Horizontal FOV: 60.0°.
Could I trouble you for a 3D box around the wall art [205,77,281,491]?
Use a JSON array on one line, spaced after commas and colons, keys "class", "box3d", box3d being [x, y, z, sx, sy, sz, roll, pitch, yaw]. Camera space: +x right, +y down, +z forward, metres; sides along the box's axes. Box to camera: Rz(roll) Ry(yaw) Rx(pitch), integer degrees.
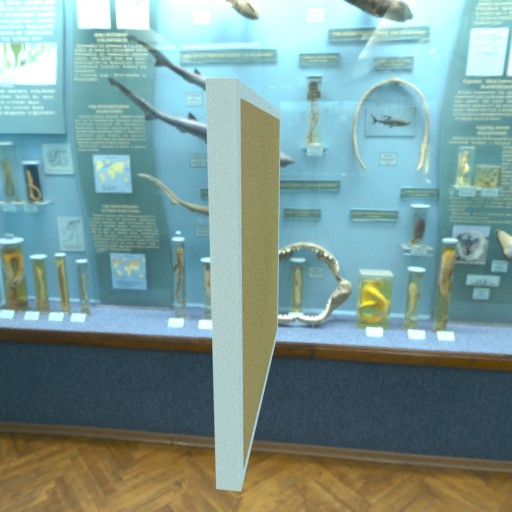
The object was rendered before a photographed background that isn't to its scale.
[{"class": "wall art", "box3d": [0.000, 0.000, 0.461, 0.020, 0.307, 0.307, 2, 14, 8]}]
